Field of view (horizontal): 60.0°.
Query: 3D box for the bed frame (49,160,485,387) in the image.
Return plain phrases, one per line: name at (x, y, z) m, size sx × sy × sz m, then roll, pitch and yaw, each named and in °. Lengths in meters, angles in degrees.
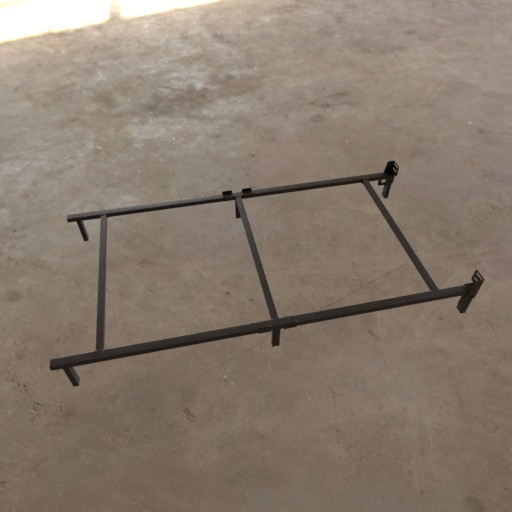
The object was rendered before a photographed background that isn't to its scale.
bed frame at (0.000, 0.000, 2.267) m, size 1.897 × 0.248 × 0.968 m, roll -9°, pitch 47°, yaw -8°
